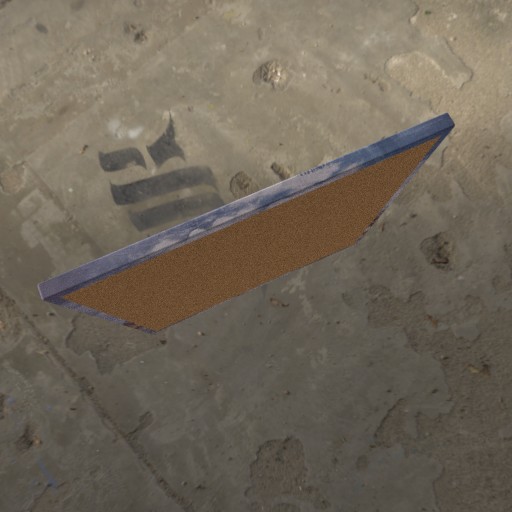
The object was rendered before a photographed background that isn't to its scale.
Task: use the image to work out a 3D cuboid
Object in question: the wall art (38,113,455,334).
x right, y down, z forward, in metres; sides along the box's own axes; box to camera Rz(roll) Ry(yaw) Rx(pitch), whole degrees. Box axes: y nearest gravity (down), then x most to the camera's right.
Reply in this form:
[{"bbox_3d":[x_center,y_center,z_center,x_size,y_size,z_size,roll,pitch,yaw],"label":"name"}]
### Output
[{"bbox_3d":[0.000,0.000,1.307,0.888,0.897,0.035,-24,77,-6],"label":"wall art"}]
